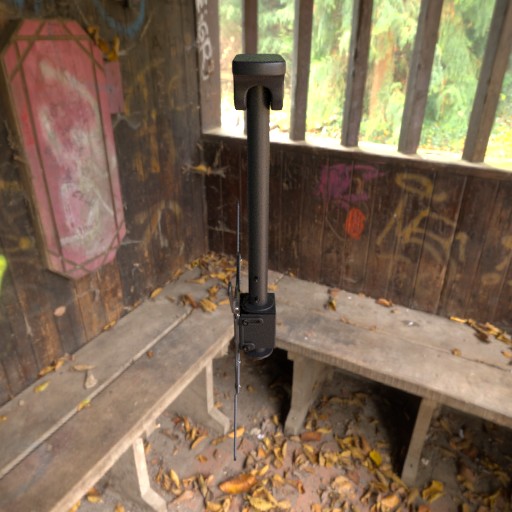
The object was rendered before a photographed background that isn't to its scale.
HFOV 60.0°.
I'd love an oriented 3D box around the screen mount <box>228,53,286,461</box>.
[{"bbox_3d":[0.000,0.000,0.888,0.090,0.729,0.393,0,27,0],"label":"screen mount"}]
